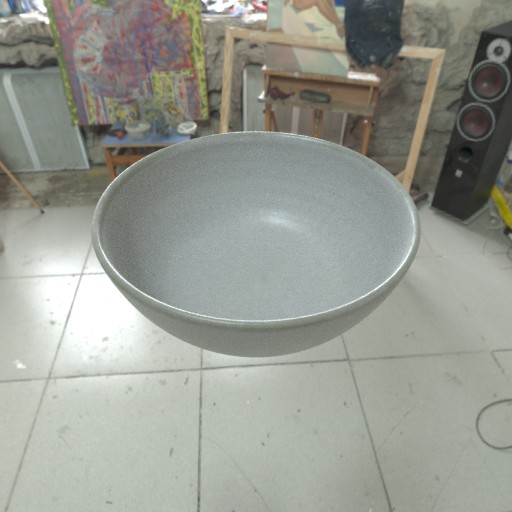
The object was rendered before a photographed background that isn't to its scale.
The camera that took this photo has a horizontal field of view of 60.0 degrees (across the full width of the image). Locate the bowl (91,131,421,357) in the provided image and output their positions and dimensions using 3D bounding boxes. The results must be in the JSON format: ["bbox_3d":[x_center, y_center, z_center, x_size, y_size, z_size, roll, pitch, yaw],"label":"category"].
[{"bbox_3d":[0.000,0.000,0.412,0.268,0.121,0.268,0,41,0],"label":"bowl"}]
